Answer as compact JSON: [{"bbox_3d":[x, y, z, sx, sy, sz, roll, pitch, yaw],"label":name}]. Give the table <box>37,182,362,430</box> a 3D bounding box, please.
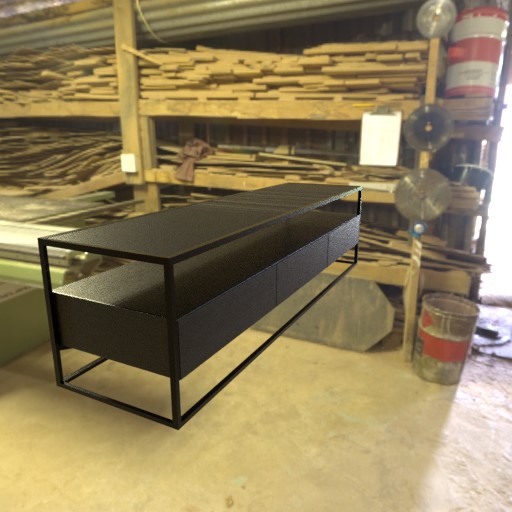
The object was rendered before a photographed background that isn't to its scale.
[{"bbox_3d":[0.000,0.000,1.652,0.399,0.395,1.486,8,17,27],"label":"table"}]
